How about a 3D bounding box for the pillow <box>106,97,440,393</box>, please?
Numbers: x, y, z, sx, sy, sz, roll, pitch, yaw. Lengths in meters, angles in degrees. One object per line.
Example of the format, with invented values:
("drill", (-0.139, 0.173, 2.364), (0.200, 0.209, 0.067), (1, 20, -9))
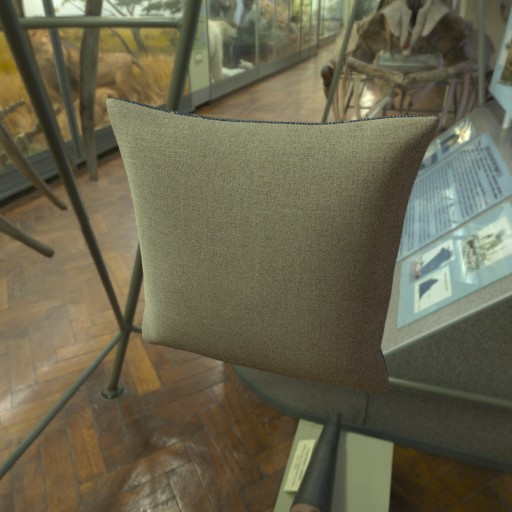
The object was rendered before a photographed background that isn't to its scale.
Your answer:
("pillow", (0.000, 0.000, 0.653), (0.435, 0.428, 0.148), (9, 30, 15))
